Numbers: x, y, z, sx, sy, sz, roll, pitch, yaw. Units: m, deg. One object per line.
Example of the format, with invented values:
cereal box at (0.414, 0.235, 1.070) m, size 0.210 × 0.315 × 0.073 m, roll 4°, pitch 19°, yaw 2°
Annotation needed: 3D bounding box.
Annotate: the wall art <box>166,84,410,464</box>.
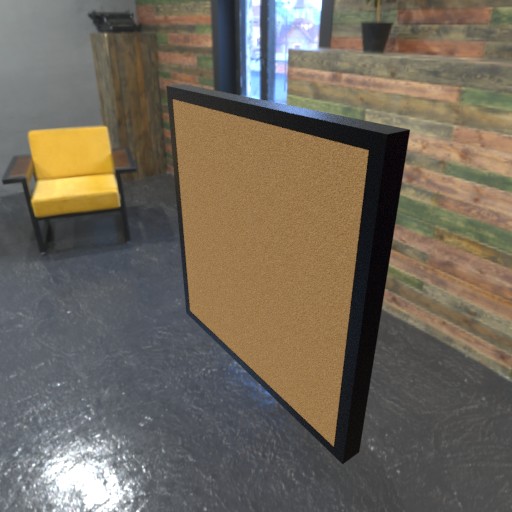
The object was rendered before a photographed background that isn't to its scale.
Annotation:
wall art at (0.000, 0.000, 0.762) m, size 0.038 × 0.506 × 0.506 m, roll -19°, pitch 33°, yaw -32°
